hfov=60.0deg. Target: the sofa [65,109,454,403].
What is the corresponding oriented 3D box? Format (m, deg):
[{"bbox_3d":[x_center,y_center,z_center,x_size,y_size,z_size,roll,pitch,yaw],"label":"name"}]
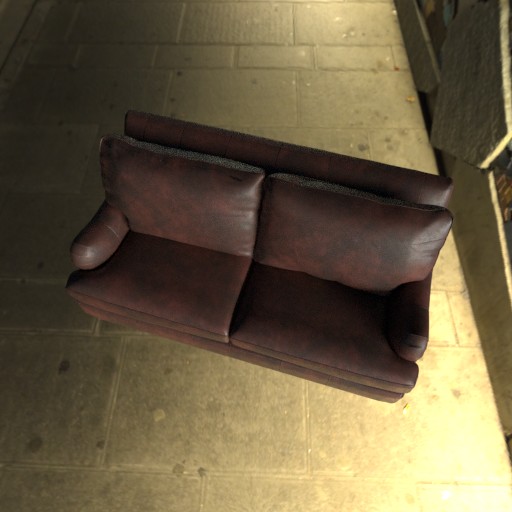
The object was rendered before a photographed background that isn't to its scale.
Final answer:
[{"bbox_3d":[0.000,0.000,2.788,2.144,1.071,1.147,14,60,8],"label":"sofa"}]
